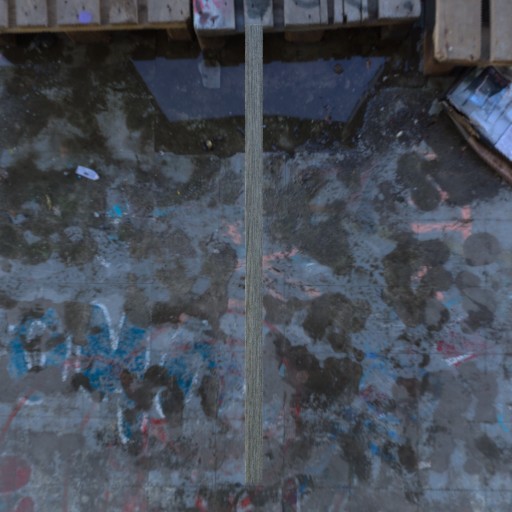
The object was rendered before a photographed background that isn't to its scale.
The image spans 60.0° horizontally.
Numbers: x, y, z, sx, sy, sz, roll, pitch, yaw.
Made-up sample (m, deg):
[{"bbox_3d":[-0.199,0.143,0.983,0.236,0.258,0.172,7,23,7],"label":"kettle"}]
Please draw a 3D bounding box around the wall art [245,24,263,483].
[{"bbox_3d":[0.000,0.000,0.745,0.019,0.508,0.508,0,89,0],"label":"wall art"}]
